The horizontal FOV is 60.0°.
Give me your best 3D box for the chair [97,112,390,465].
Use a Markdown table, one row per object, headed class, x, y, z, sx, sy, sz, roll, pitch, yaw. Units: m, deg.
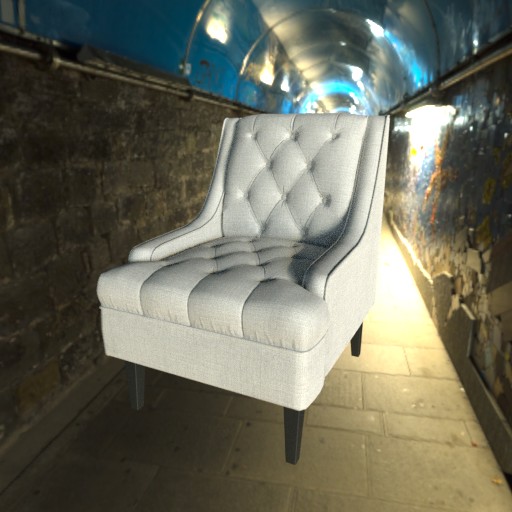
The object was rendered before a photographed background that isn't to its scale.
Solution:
| class | x | y | z | sx | sy | sz | roll | pitch | yaw |
| --- | --- | --- | --- | --- | --- | --- | --- | --- | --- |
| chair | 0.000 | 0.000 | 1.410 | 0.658 | 0.891 | 0.772 | 8 | 17 | 26 |
